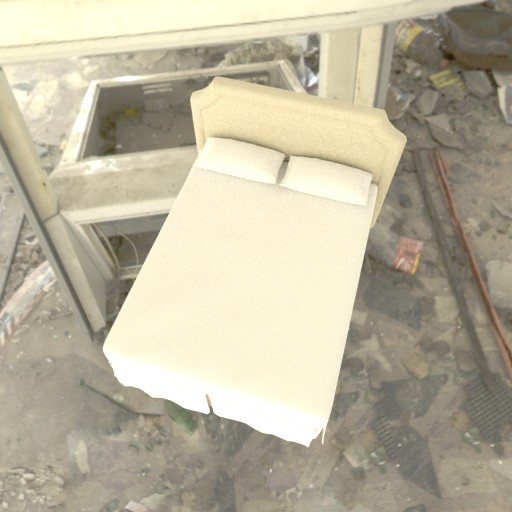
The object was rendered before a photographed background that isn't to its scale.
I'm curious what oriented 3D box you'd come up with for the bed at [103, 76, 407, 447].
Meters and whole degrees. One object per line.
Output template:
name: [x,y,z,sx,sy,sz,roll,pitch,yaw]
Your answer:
bed: [0.000,0.000,3.238,1.693,1.290,2.116,15,60,9]
